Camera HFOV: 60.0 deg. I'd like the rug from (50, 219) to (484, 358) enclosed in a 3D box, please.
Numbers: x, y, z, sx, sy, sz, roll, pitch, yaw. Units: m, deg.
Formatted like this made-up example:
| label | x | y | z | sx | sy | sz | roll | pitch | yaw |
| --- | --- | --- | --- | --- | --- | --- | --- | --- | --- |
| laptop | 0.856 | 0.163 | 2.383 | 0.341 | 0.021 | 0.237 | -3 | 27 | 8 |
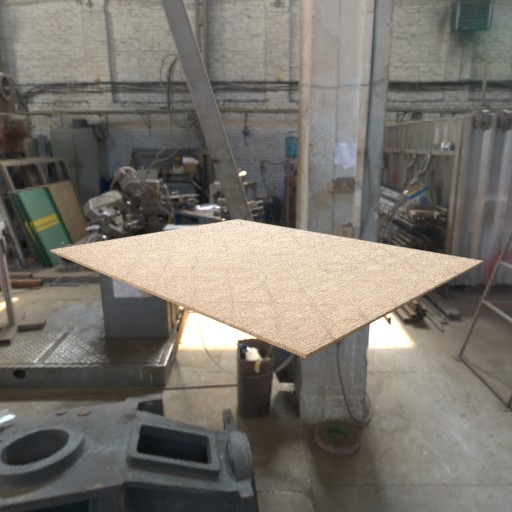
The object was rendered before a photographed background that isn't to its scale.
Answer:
| label | x | y | z | sx | sy | sz | roll | pitch | yaw |
| --- | --- | --- | --- | --- | --- | --- | --- | --- | --- |
| rug | 0.000 | 0.000 | 3.953 | 3.039 | 0.019 | 2.420 | 14 | 20 | 43 |
